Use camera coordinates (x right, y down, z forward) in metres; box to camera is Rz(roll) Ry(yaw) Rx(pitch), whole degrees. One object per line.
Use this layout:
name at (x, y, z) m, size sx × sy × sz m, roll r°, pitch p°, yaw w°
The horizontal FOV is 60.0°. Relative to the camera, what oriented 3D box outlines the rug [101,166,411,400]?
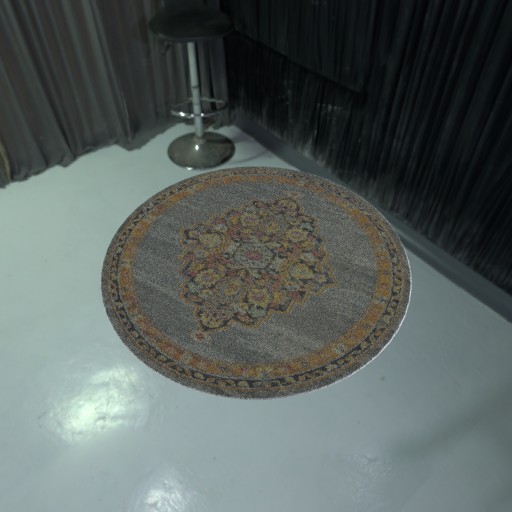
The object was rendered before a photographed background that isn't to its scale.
rug at (0.000, 0.000, 2.343) m, size 1.598 × 0.010 × 1.598 m, roll 0°, pitch 47°, yaw 0°
